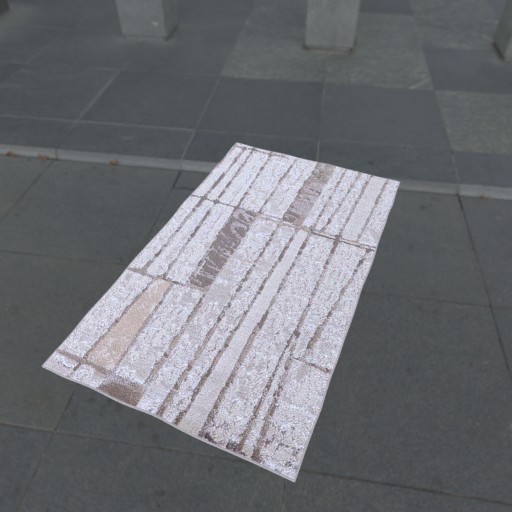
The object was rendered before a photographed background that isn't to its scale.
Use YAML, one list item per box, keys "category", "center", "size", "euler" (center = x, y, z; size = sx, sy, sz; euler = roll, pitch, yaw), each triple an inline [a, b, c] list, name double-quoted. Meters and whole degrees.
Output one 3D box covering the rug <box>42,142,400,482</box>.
- category: "rug"
  center: [0.000, 0.000, 1.048]
  size: [0.515, 0.007, 0.867]
  euler: [17, 48, 16]
